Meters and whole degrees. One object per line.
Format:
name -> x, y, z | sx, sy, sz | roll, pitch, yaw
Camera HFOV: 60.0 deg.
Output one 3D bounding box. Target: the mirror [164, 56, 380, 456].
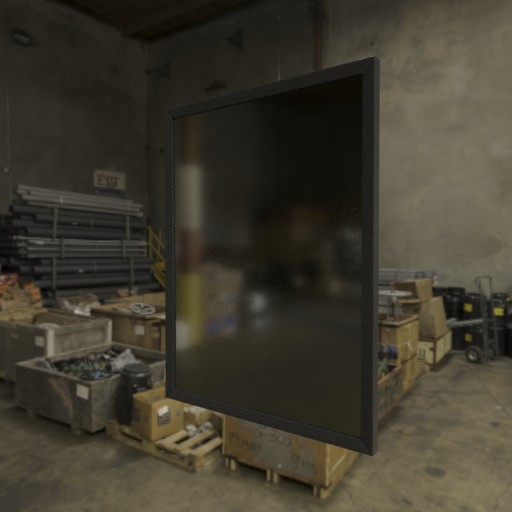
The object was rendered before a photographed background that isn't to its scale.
mirror -> 0.000, 0.000, 1.360 | 0.762, 1.016, 0.040 | 1, 2, 36
